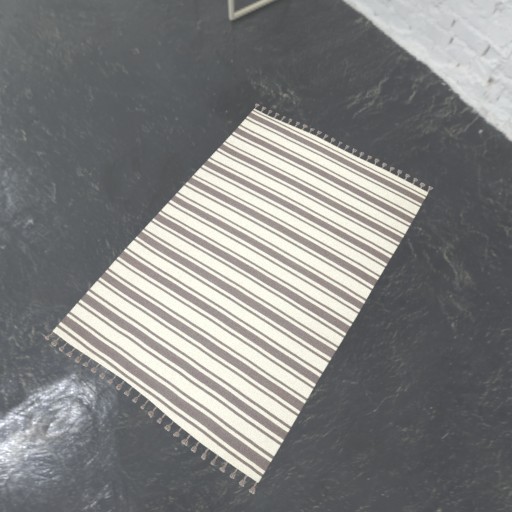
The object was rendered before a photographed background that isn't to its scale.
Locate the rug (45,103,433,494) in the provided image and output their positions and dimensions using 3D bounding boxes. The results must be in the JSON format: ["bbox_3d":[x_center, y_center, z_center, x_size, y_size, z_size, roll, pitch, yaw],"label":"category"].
[{"bbox_3d":[0.000,0.000,3.020,1.563,0.014,2.425,30,67,15],"label":"rug"}]
